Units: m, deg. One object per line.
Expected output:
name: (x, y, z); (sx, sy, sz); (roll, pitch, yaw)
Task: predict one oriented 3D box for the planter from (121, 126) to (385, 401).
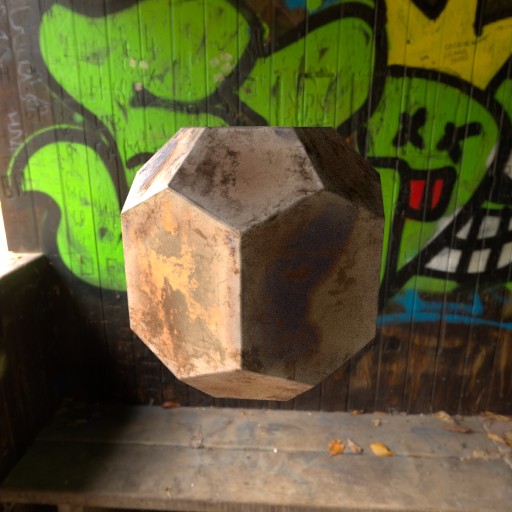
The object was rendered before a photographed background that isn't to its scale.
planter: (0.000, 0.000, 0.424); (0.243, 0.238, 0.221); (-8, 18, -24)
